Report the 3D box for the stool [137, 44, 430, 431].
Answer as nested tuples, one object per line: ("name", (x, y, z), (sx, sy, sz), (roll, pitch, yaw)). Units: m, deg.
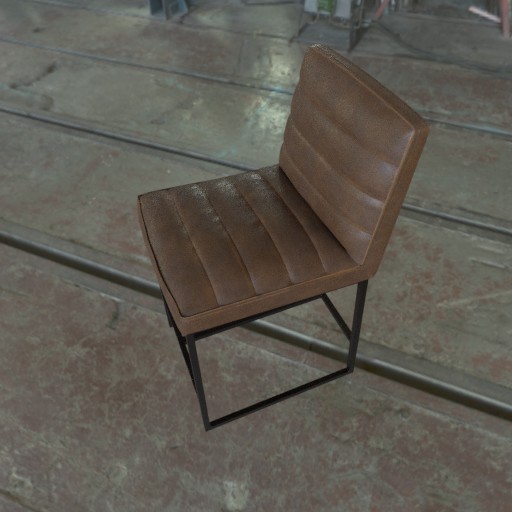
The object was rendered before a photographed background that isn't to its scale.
("stool", (0.000, 0.000, 1.238), (0.562, 0.942, 0.463), (-17, 49, -16))
